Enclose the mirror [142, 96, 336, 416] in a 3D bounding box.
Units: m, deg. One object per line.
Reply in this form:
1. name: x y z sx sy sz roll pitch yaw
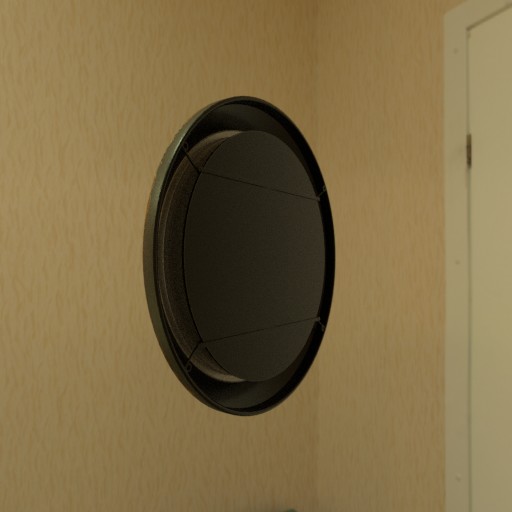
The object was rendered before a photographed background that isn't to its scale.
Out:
1. mirror: 0.000 0.000 1.338 0.111 0.907 0.907 -1 -1 35
